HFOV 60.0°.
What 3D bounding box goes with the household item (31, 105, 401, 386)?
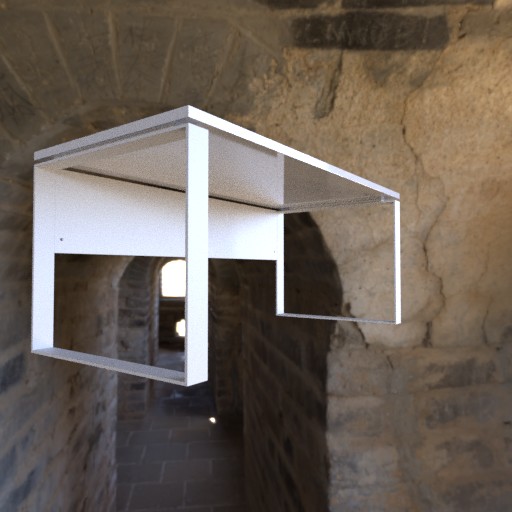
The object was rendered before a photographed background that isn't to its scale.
[{"bbox_3d":[0.000,0.000,2.086,0.800,0.745,1.700,-1,-2,36],"label":"household item"}]
